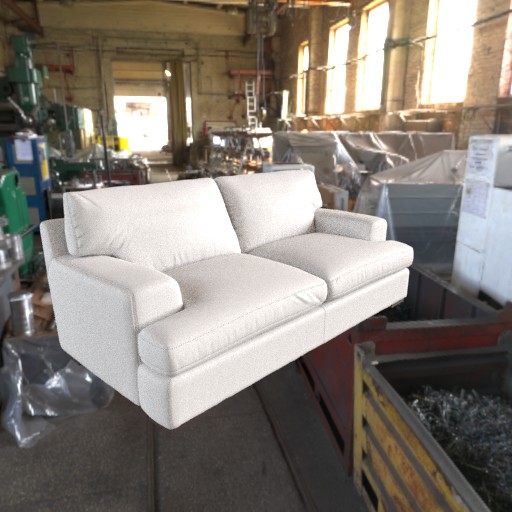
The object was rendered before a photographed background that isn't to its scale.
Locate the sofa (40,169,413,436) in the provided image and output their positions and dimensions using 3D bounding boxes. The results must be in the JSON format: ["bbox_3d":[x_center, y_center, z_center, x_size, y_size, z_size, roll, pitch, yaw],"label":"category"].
[{"bbox_3d":[0.000,0.000,2.817,1.143,0.940,2.261,15,21,42],"label":"sofa"}]
